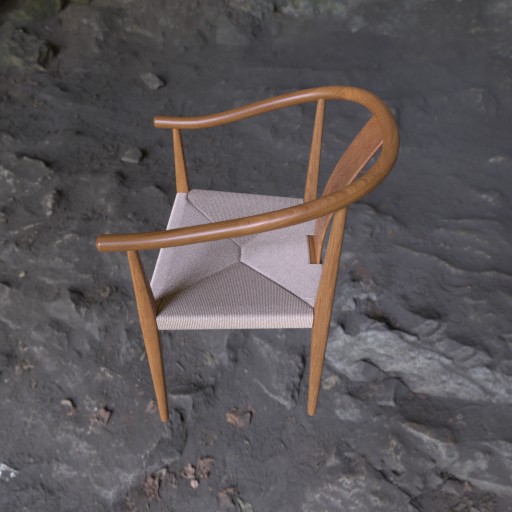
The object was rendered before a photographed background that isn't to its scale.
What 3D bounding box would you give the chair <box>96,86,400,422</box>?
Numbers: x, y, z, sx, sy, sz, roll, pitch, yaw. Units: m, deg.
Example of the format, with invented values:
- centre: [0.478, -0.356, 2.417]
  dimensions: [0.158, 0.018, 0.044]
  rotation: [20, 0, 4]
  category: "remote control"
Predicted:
- centre: [0.000, 0.000, 1.188]
  dimensions: [0.579, 0.800, 0.556]
  rotation: [1, 41, 1]
  category: "chair"
